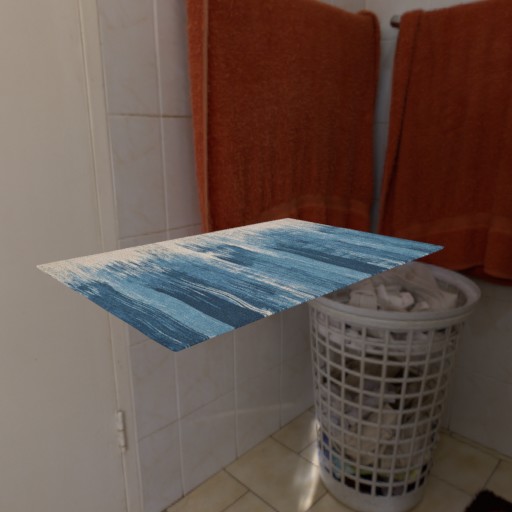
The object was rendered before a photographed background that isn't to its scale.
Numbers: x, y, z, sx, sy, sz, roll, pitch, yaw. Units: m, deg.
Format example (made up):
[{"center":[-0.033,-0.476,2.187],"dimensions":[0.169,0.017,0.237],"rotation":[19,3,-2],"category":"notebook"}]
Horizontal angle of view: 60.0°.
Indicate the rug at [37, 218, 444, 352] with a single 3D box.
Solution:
[{"center":[0.000,0.000,2.359],"dimensions":[1.836,0.009,1.232],"rotation":[-14,21,-42],"category":"rug"}]
